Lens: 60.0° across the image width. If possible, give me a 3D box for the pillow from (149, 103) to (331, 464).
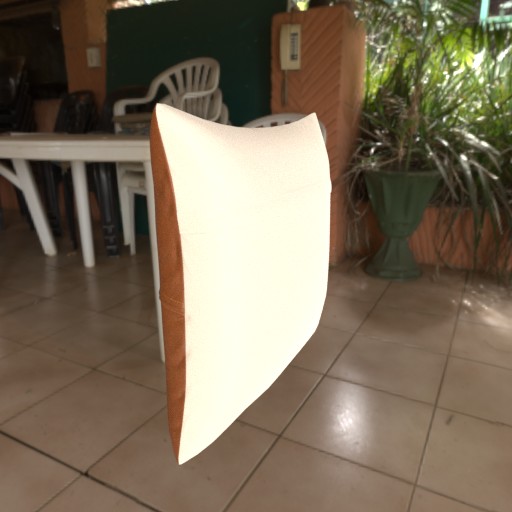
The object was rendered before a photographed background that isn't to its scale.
[{"bbox_3d":[0.000,0.000,0.758,0.192,0.477,0.501,8,18,26],"label":"pillow"}]
